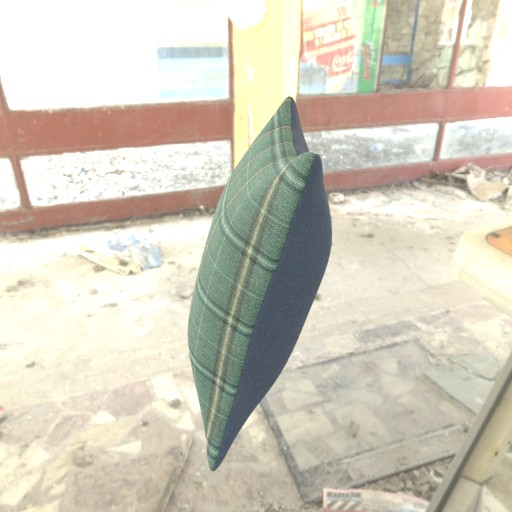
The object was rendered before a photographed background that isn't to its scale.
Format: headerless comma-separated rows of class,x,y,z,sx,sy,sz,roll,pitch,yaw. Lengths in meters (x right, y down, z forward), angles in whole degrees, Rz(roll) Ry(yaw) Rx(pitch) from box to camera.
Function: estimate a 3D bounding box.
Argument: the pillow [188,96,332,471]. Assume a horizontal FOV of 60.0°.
pillow,0.000,0.000,0.698,0.200,0.430,0.453,0,26,1
